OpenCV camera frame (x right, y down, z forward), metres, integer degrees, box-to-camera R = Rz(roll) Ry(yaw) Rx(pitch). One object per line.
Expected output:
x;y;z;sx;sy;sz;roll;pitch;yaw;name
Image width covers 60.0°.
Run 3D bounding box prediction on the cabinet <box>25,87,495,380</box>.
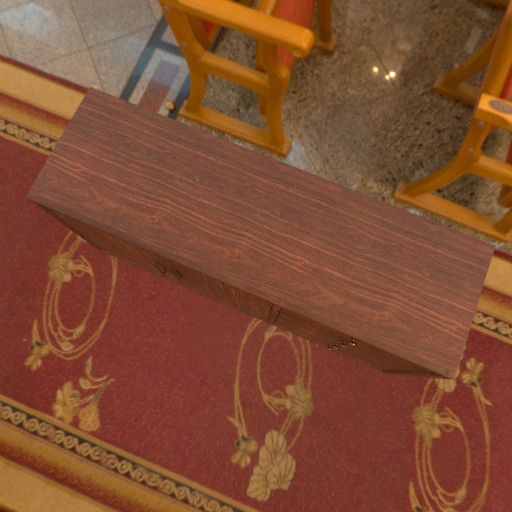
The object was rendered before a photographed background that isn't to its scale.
0.000;0.000;1.998;1.575;0.940;0.505;23;77;5;cabinet
